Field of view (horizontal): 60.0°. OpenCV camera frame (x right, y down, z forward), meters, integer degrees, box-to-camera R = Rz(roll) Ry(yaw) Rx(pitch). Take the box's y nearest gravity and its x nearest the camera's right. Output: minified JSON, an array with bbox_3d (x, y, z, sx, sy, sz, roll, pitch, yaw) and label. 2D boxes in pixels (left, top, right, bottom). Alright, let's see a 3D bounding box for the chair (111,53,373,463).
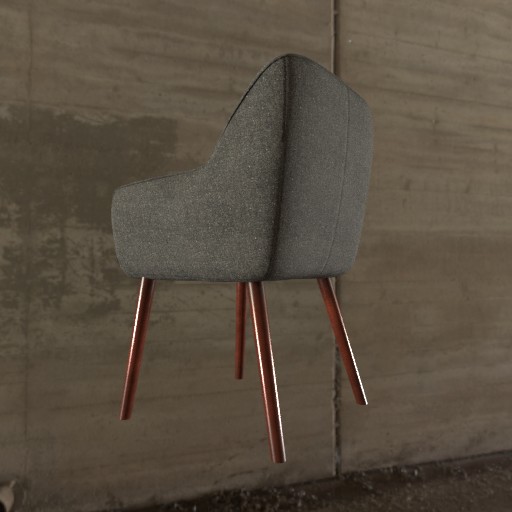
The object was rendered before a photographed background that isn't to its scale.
[{"bbox_3d":[0.000,0.000,1.160,0.519,0.803,0.543,-1,-1,35],"label":"chair"}]
